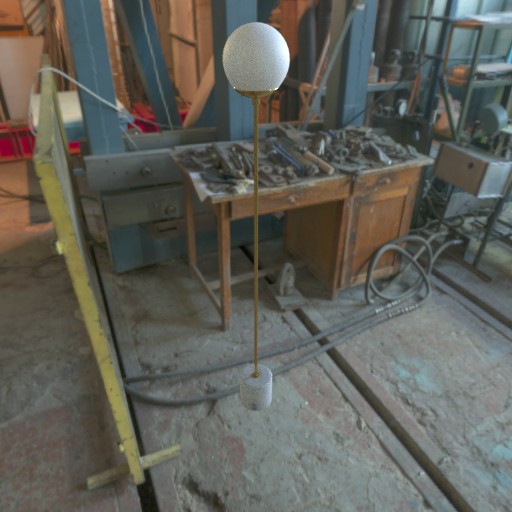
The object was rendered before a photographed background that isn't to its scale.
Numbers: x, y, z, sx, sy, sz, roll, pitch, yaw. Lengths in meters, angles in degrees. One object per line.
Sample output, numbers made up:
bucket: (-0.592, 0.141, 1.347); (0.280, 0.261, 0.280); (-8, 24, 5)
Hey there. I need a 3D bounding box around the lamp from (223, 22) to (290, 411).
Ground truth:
lamp: (0.000, 0.000, 1.877); (0.224, 1.753, 0.224); (11, 33, 18)
